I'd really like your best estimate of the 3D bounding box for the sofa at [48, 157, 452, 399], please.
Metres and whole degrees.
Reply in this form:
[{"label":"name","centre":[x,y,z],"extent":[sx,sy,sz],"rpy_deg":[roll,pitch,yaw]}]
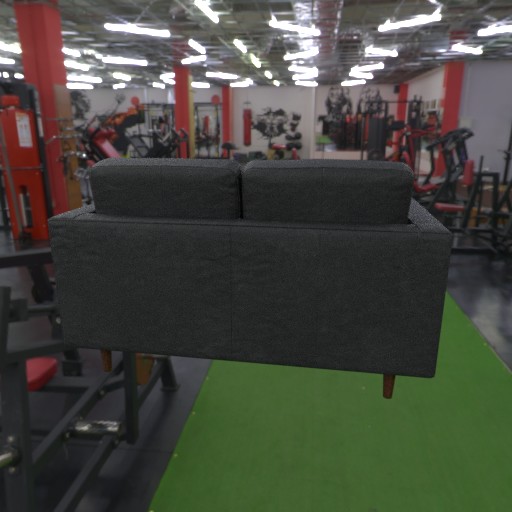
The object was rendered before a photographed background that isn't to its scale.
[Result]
[{"label":"sofa","centre":[0.000,0.000,2.010],"extent":[1.430,0.899,0.879],"rpy_deg":[3,16,9]}]
